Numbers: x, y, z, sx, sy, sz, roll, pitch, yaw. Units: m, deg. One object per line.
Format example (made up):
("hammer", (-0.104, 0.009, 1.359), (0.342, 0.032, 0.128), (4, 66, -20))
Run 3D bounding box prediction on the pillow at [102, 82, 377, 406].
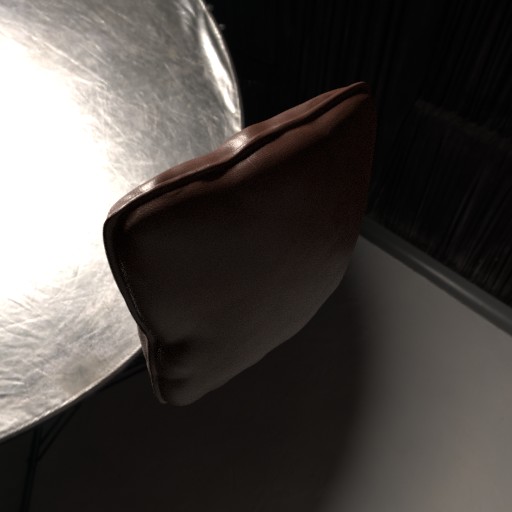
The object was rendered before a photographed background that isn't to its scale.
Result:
("pillow", (0.000, 0.000, 0.826), (0.532, 0.523, 0.236), (-34, 56, -27))
